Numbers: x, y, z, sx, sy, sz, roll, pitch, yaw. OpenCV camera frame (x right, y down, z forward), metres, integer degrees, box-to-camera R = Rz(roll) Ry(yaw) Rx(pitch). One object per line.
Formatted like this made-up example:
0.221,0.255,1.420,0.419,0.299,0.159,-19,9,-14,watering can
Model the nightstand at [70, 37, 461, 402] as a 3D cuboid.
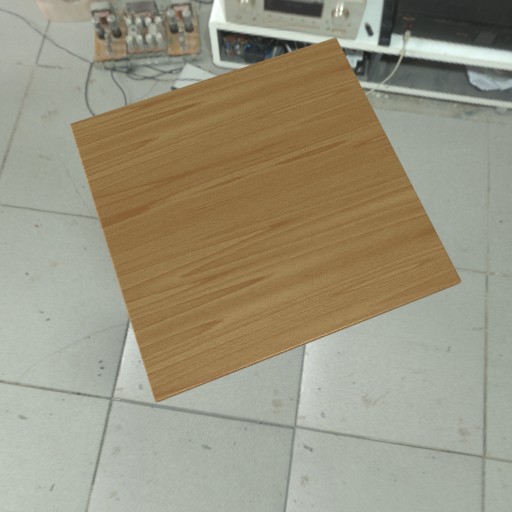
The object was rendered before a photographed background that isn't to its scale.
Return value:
0.000,0.000,0.915,0.428,0.614,0.418,-20,76,-5,nightstand
